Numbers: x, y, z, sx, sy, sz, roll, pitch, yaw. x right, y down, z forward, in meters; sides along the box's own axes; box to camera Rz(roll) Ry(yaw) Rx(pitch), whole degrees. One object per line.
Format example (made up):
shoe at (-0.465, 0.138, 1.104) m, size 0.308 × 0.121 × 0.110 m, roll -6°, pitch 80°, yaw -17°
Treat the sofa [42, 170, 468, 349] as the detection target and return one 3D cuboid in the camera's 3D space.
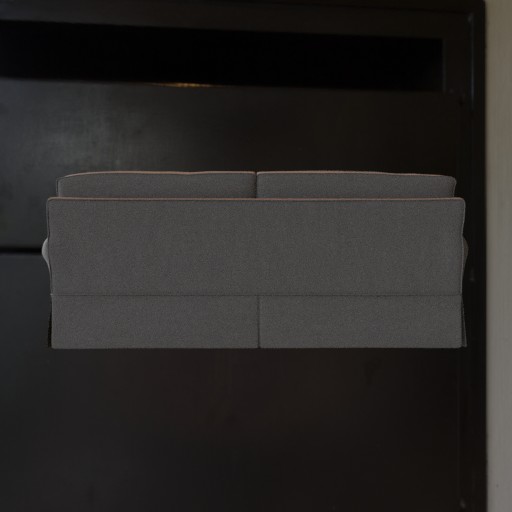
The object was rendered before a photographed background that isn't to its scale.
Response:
sofa at (0.000, 0.000, 2.726) m, size 2.248 × 0.943 × 0.991 m, roll 0°, pitch 0°, yaw -1°
